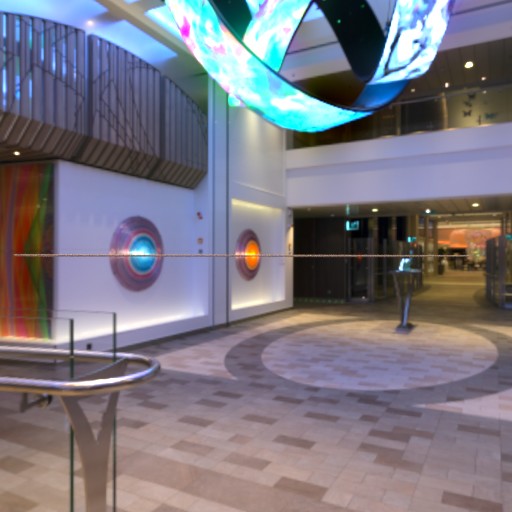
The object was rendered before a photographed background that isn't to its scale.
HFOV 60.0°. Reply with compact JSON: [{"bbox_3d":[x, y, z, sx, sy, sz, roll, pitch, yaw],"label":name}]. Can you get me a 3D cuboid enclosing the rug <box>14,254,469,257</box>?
[{"bbox_3d":[0.000,0.000,2.649,2.439,0.008,0.762,0,0,-18],"label":"rug"}]
